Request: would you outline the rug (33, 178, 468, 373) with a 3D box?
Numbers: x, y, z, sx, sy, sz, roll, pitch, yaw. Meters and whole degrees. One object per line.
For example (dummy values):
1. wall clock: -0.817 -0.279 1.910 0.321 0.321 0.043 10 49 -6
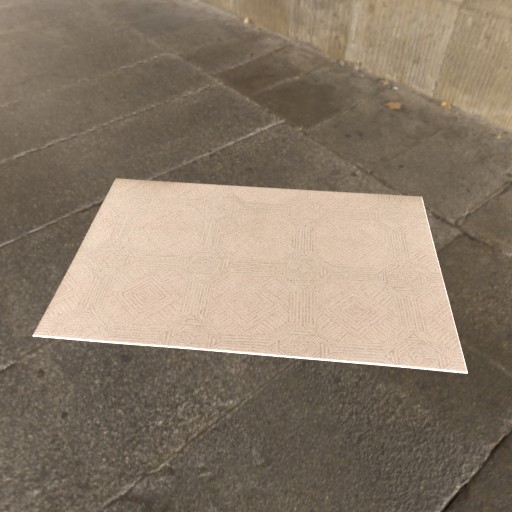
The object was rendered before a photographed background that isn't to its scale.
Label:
1. rug: 0.000 0.000 2.995 2.440 0.008 1.524 4 46 4
